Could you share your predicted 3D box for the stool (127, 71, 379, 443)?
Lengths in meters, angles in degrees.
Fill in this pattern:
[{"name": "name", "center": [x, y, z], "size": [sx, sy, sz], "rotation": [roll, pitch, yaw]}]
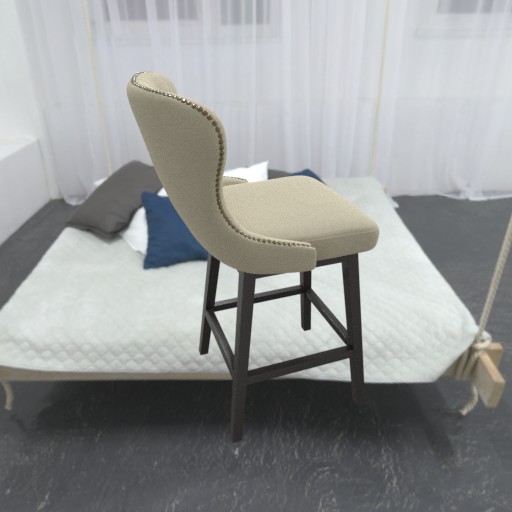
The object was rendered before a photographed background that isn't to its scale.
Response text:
[{"name": "stool", "center": [0.000, 0.000, 1.275], "size": [0.593, 0.971, 0.528], "rotation": [-10, 31, -17]}]
